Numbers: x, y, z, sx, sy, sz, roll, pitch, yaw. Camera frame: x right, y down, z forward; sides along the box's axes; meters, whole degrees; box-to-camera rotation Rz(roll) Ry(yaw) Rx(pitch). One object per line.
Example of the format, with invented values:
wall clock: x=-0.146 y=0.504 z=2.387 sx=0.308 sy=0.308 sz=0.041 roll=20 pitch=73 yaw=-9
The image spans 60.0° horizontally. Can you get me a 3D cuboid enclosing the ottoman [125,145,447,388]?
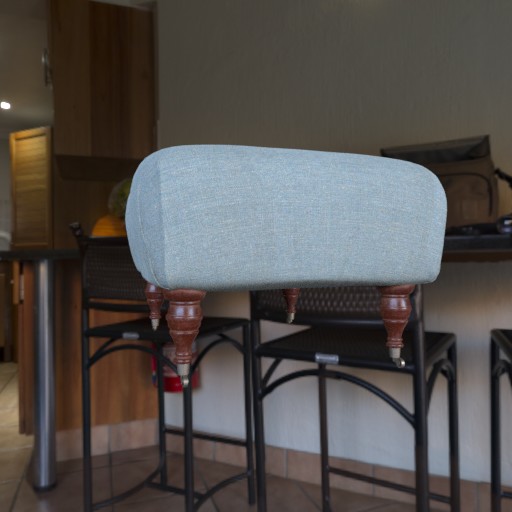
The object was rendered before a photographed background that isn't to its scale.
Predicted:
ottoman: x=0.000 y=0.000 z=1.121 sx=0.622 sy=0.450 sz=0.747 roll=0 pitch=0 yaw=-18
